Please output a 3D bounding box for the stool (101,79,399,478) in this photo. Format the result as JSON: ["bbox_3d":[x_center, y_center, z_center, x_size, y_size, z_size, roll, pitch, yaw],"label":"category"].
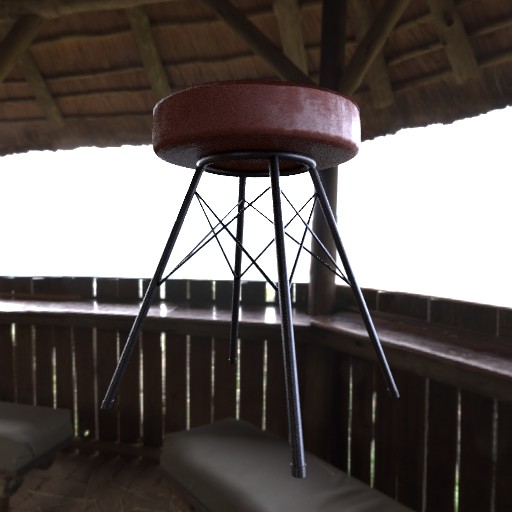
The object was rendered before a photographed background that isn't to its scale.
[{"bbox_3d":[0.000,0.000,0.897,0.457,0.593,0.421,1,2,36],"label":"stool"}]
